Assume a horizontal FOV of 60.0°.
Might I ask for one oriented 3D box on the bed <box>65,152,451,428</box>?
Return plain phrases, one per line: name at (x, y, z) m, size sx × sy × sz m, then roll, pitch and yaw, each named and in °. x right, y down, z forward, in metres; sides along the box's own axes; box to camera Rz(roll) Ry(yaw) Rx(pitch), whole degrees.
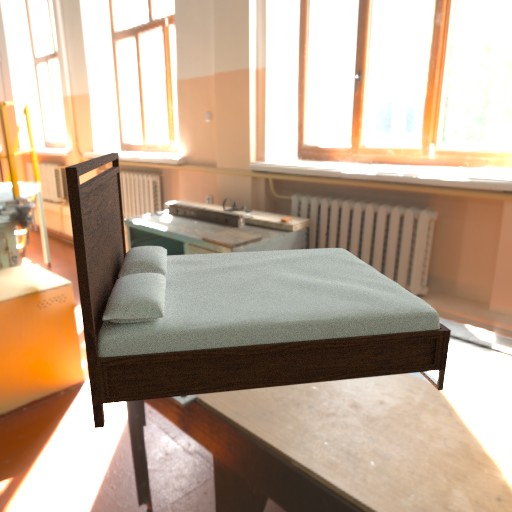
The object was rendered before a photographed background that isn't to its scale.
bed at (0.000, 0.000, 3.394) m, size 2.218 × 1.487 × 1.765 m, roll -3°, pitch 16°, yaw -10°
